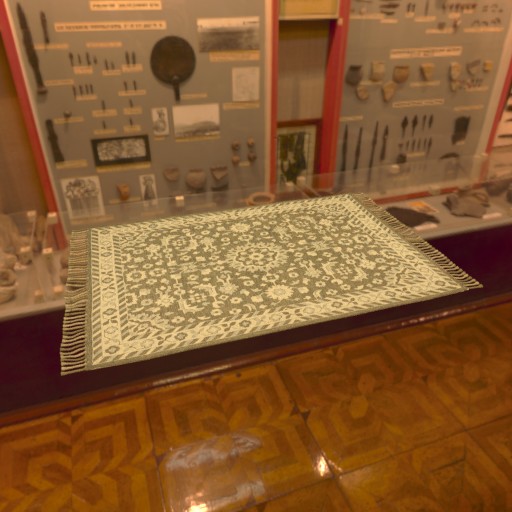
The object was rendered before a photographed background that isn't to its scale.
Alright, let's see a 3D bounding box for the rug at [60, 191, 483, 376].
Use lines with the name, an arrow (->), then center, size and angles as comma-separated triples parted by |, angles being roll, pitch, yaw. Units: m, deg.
rug -> 0.000, 0.000, 3.006 | 2.431, 0.025, 1.530 | -9, 33, -15
